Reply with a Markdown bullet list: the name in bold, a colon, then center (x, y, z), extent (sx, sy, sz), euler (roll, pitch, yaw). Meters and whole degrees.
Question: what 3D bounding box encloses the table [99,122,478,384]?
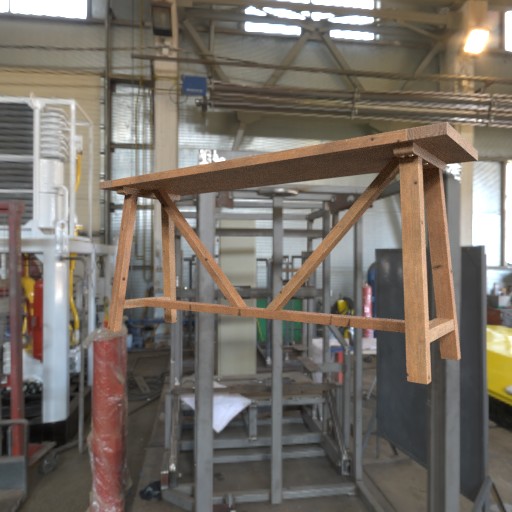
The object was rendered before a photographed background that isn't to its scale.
- **table**: center (0.000, 0.000, 2.070), extent (1.800, 0.810, 0.465), euler (0, 0, 37)
